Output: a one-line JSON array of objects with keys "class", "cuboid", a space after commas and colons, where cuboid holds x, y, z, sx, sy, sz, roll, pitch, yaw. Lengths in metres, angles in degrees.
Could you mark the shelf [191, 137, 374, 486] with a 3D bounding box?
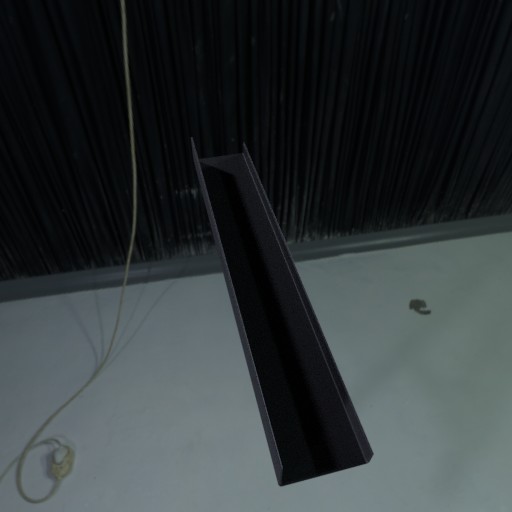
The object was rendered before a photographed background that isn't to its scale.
[{"class": "shelf", "cuboid": [0.000, 0.000, 0.650, 0.102, 0.053, 0.605, -10, 47, -10]}]
